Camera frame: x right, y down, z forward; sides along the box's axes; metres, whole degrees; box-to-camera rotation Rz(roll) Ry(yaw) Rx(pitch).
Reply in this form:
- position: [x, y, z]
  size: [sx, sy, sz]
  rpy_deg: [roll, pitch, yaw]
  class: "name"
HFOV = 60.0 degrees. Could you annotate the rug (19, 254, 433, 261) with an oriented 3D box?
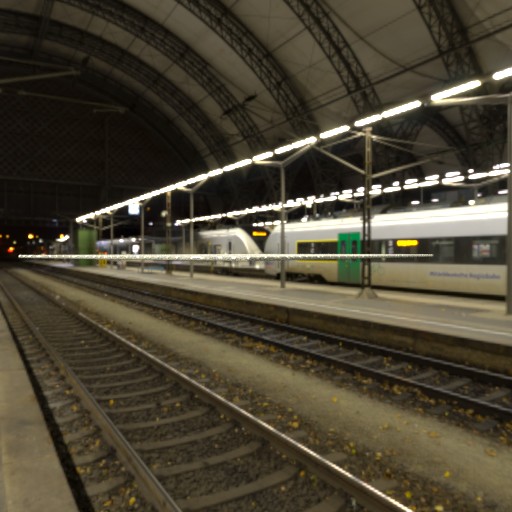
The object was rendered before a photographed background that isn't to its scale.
- position: [0.000, 0.000, 2.746]
  size: [1.543, 0.015, 2.144]
  rpy_deg: [0, 1, 37]
  class: "rug"
